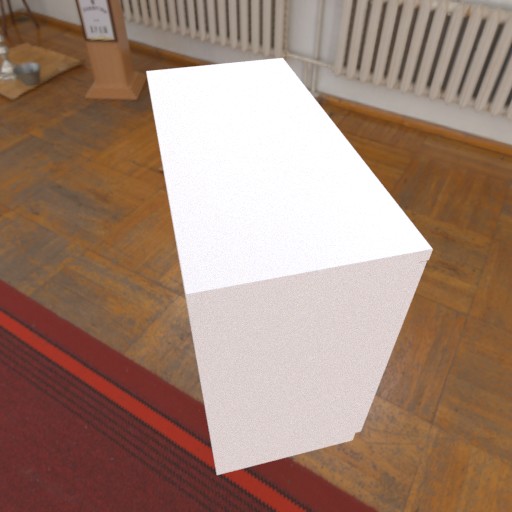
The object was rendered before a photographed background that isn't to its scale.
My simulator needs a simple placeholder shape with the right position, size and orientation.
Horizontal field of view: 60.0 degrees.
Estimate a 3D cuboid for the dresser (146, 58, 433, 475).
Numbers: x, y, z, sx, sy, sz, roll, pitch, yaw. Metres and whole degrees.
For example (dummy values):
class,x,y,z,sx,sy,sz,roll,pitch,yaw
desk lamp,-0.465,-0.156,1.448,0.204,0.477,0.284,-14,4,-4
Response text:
class,x,y,z,sx,sy,sz,roll,pitch,yaw
dresser,0.000,0.000,1.236,0.420,0.740,0.830,-10,46,-10
